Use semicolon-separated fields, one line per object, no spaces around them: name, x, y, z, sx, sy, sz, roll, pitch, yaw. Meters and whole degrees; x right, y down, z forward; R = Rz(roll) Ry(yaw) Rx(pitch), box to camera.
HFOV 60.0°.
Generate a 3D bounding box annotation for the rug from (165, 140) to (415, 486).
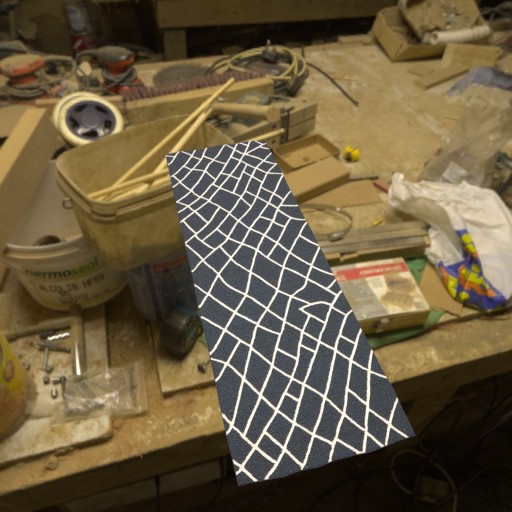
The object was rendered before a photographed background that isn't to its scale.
rug;0.000;0.000;2.676;0.807;0.010;2.476;-11;47;-10
